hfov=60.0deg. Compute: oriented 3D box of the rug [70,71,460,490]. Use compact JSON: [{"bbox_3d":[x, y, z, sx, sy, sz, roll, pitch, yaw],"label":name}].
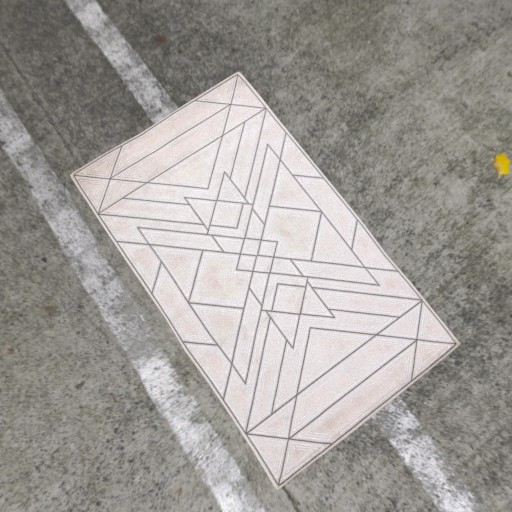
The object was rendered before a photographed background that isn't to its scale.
[{"bbox_3d":[0.000,0.000,1.040,0.511,0.008,0.869,-35,78,-8],"label":"rug"}]
